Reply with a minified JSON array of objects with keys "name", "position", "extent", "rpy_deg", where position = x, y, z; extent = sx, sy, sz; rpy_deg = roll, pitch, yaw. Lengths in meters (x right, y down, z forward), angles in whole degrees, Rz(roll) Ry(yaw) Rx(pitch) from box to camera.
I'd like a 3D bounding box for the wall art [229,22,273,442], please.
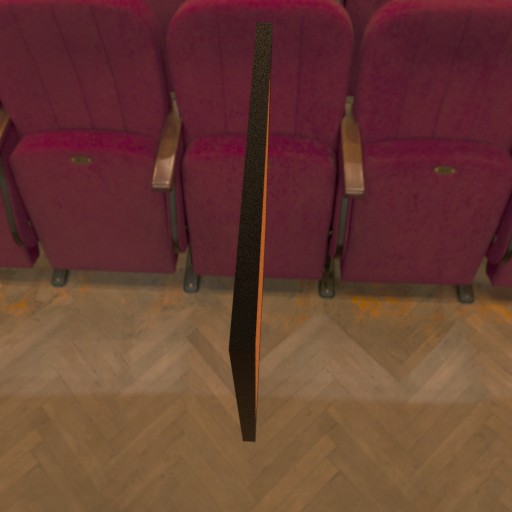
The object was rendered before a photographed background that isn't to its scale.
[{"name":"wall art","position":[0.000,0.000,1.113],"extent":[0.036,0.755,0.756],"rpy_deg":[2,59,2]}]
